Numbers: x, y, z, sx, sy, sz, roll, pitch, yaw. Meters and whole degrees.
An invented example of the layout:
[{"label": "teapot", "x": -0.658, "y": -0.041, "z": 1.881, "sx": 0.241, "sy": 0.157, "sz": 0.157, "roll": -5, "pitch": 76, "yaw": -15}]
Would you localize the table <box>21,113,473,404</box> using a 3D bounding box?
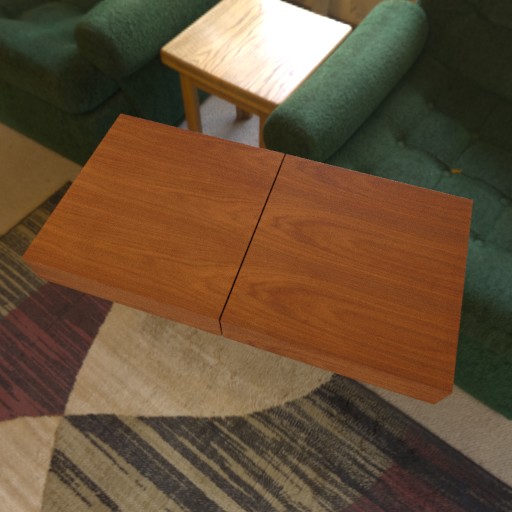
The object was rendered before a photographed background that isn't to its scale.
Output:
[{"label": "table", "x": 0.000, "y": 0.000, "z": 1.445, "sx": 1.194, "sy": 0.330, "sz": 0.610, "roll": 16, "pitch": 61, "yaw": 9}]
